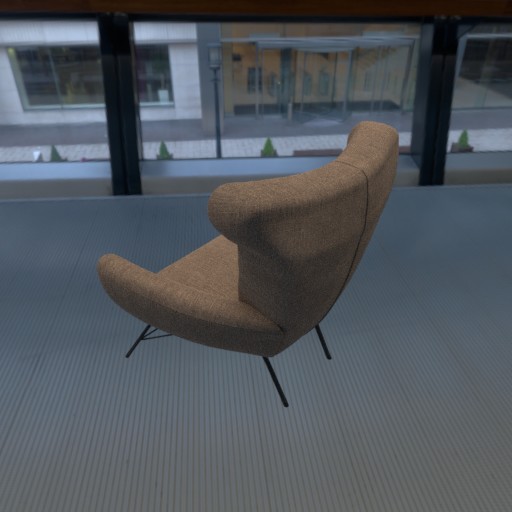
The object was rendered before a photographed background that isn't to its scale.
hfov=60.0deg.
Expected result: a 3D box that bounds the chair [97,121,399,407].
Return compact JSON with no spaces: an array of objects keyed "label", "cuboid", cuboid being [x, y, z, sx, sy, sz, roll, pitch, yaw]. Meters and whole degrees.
[{"label":"chair","cuboid":[0.000,0.000,1.817,0.900,1.040,0.980,23,39,31]}]
